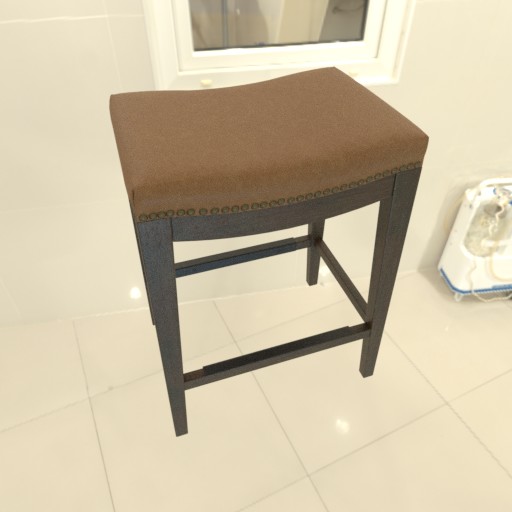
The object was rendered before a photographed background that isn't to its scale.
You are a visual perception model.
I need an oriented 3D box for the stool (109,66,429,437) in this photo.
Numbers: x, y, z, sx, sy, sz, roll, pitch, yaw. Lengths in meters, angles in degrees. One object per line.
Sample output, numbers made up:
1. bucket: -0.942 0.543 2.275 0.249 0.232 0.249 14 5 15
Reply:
1. stool: 0.000 0.000 0.965 0.500 0.660 0.361 -13 44 -14
